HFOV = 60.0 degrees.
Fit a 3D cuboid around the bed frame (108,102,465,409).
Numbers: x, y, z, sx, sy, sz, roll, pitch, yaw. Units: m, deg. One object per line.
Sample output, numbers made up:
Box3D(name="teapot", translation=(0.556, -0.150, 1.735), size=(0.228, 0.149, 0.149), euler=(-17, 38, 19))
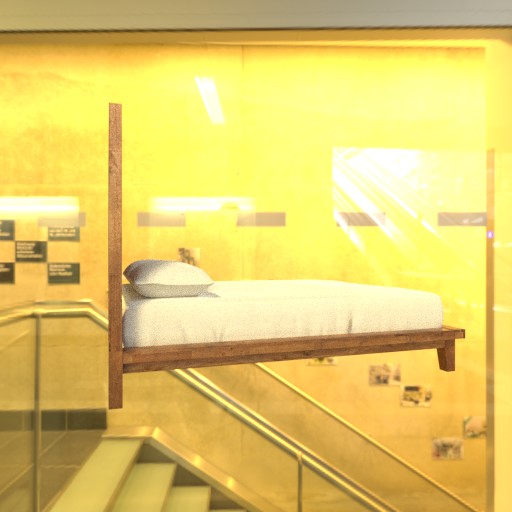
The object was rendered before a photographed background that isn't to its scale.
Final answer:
Box3D(name="bed frame", translation=(0.000, 0.000, 3.535), size=(2.235, 1.537, 2.038), euler=(0, 0, -18))
